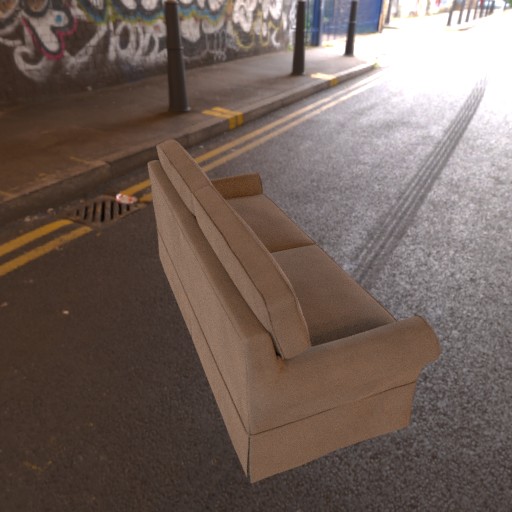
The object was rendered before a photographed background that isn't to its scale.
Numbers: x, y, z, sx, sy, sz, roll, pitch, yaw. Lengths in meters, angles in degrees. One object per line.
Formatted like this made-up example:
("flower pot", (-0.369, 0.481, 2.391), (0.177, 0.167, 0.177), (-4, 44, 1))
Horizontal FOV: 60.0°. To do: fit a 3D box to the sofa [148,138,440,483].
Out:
("sofa", (0.000, 0.000, 2.697), (0.900, 1.014, 2.246), (-11, 32, -18))
